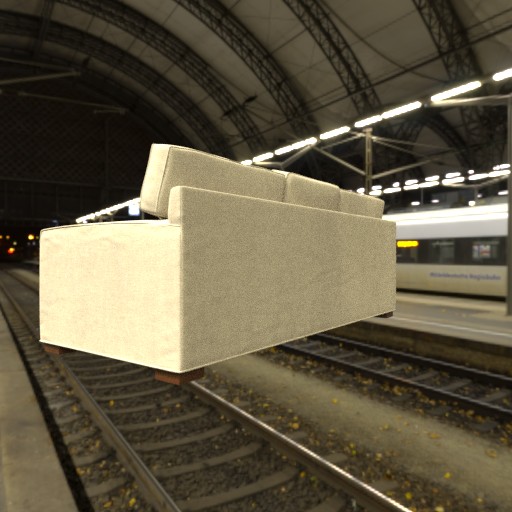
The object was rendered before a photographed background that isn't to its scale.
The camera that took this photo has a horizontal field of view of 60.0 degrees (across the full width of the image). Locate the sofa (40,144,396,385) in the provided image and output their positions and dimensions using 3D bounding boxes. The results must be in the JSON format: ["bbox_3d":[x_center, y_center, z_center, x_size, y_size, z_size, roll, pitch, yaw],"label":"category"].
[{"bbox_3d":[0.000,0.000,2.582,0.936,0.862,2.093,0,0,37],"label":"sofa"}]
